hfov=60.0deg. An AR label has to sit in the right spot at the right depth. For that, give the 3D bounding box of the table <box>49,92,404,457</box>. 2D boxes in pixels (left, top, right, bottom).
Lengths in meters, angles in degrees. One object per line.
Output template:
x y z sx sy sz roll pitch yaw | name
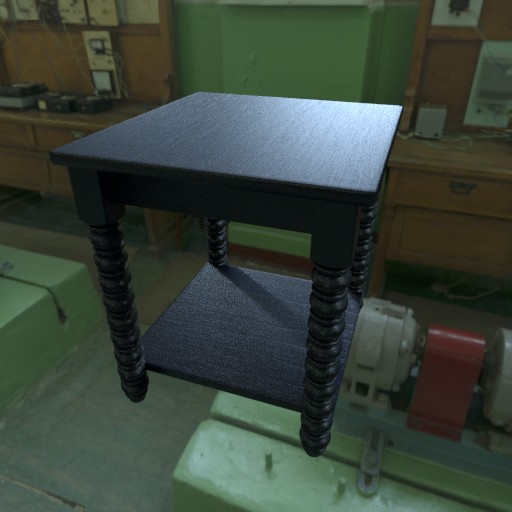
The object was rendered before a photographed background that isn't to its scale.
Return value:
0.000 0.000 0.970 0.500 0.567 0.533 10 32 17 | table
